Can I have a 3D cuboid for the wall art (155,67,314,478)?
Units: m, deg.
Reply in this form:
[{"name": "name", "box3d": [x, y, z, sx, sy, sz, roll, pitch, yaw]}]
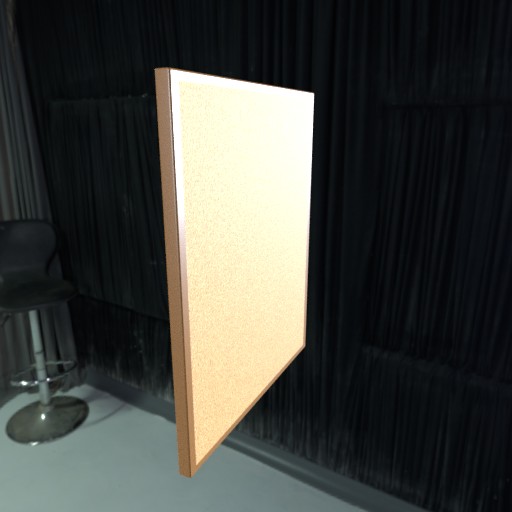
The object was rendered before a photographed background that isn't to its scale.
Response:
[{"name": "wall art", "box3d": [0.000, 0.000, 0.521, 0.015, 0.379, 0.310, 8, 18, 26]}]
